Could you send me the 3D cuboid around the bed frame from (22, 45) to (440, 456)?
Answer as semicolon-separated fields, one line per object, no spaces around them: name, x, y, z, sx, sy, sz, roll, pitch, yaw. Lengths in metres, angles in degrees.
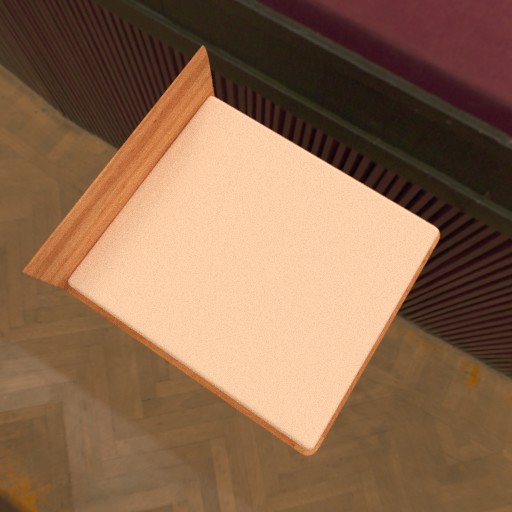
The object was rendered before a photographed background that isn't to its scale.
bed frame;0.000;0.000;3.130;2.092;0.940;1.872;32;78;8
